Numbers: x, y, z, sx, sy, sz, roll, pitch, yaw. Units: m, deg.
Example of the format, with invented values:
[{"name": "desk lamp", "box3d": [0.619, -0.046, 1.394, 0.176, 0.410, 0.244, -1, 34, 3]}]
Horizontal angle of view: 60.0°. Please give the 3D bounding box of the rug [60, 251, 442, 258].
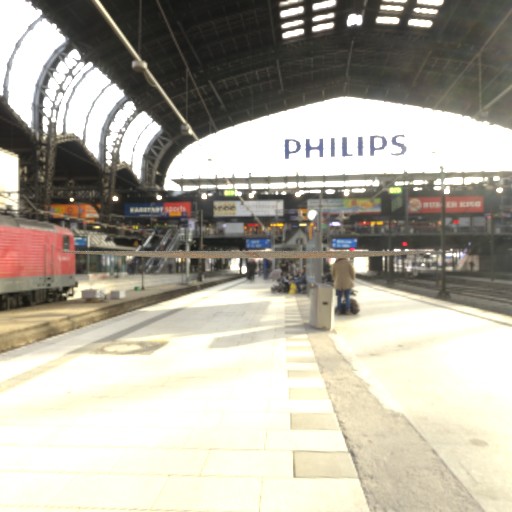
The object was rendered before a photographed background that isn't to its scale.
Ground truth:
[{"name": "rug", "box3d": [0.000, 0.000, 2.321, 1.217, 0.005, 1.818, 0, -1, 1]}]
